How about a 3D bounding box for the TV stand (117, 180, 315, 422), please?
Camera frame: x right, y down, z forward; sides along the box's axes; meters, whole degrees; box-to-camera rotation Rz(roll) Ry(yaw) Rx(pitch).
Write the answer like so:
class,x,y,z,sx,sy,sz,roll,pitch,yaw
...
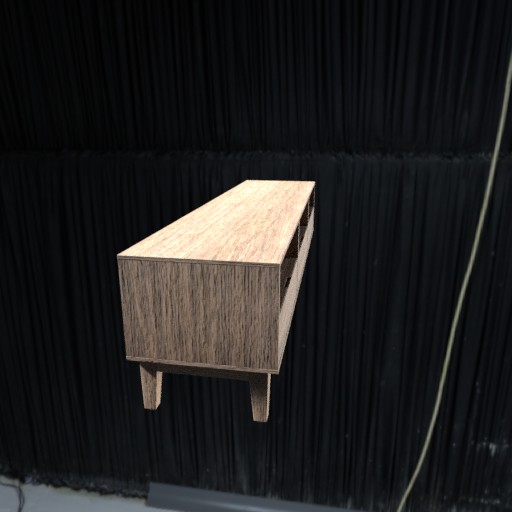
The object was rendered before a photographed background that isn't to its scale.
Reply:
class,x,y,z,sx,sy,sz,roll,pitch,yaw
TV stand,0.000,0.000,1.717,0.366,0.409,1.482,3,16,10
